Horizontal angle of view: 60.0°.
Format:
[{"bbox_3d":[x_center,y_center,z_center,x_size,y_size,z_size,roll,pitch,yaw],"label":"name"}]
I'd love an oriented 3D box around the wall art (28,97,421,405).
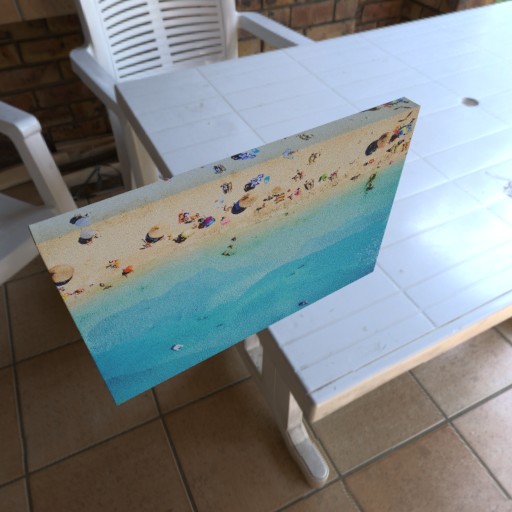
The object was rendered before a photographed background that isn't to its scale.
[{"bbox_3d":[0.000,0.000,1.126,0.894,0.595,0.057,-24,51,-21],"label":"wall art"}]
